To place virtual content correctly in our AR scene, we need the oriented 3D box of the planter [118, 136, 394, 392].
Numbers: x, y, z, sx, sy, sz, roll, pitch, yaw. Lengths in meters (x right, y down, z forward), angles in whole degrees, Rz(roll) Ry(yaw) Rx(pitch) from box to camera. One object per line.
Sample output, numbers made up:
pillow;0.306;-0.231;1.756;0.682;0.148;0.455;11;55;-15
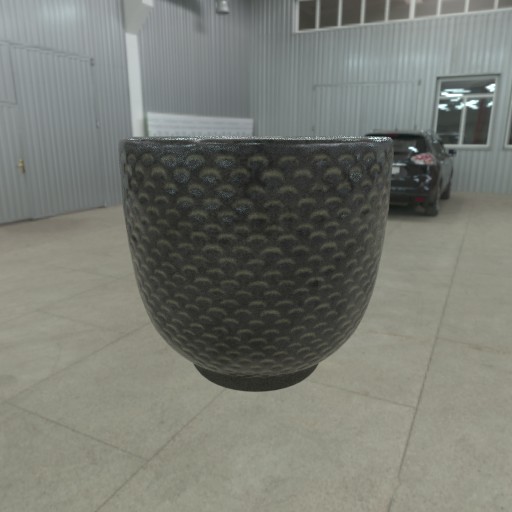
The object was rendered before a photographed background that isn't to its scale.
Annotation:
planter;0.000;0.000;0.308;0.172;0.160;0.172;0;15;0
